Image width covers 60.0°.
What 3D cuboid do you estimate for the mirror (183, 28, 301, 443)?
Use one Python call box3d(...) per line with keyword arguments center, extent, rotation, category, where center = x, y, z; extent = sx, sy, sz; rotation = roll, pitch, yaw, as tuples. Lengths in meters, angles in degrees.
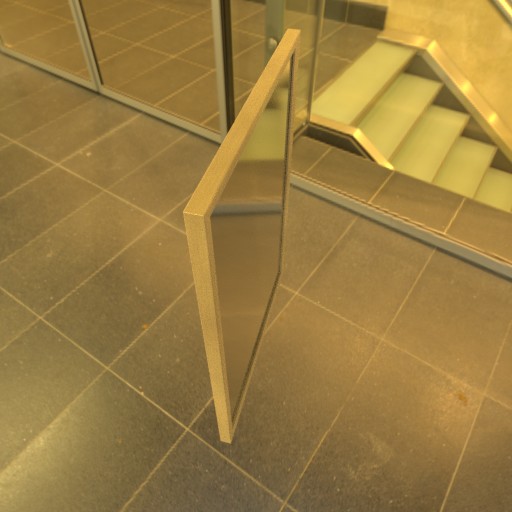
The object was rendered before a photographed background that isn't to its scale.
box3d(center=(0.000, 0.000, 1.328), extent=(0.040, 1.016, 0.762), rotation=(12, 49, 10), category="mirror")
